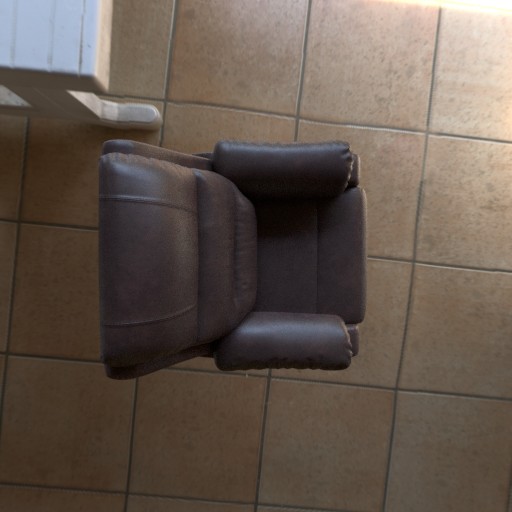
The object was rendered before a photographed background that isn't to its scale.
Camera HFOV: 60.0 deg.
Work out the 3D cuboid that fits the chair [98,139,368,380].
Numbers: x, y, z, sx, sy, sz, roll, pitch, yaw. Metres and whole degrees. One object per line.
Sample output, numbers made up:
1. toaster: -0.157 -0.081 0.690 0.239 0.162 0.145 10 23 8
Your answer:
1. chair: 0.000 0.000 1.661 0.919 0.992 0.855 0 92 -2
